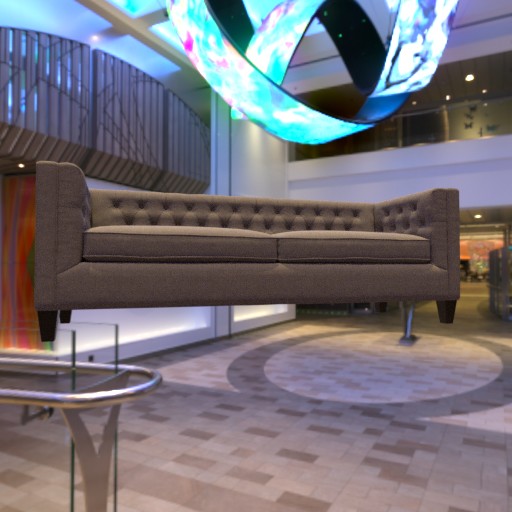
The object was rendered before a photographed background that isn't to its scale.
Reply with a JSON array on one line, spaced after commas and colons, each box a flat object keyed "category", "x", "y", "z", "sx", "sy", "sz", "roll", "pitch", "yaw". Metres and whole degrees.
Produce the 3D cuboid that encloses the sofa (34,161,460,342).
[{"category": "sofa", "x": 0.000, "y": 0.000, "z": 2.516, "sx": 2.159, "sy": 0.762, "sz": 0.775, "roll": 1, "pitch": -2, "yaw": -17}]
